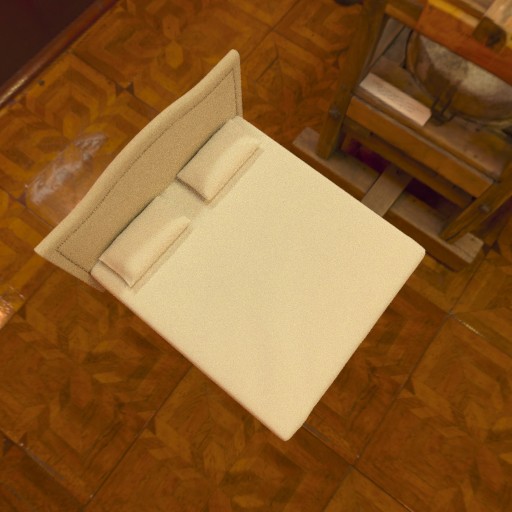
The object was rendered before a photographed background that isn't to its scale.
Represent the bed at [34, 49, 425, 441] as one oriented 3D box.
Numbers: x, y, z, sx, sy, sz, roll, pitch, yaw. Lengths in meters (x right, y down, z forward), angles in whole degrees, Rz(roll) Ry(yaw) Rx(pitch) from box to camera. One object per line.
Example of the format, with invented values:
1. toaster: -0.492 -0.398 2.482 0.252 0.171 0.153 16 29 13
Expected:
1. bed: 0.000 0.000 3.574 2.182 1.421 2.083 38 78 10
